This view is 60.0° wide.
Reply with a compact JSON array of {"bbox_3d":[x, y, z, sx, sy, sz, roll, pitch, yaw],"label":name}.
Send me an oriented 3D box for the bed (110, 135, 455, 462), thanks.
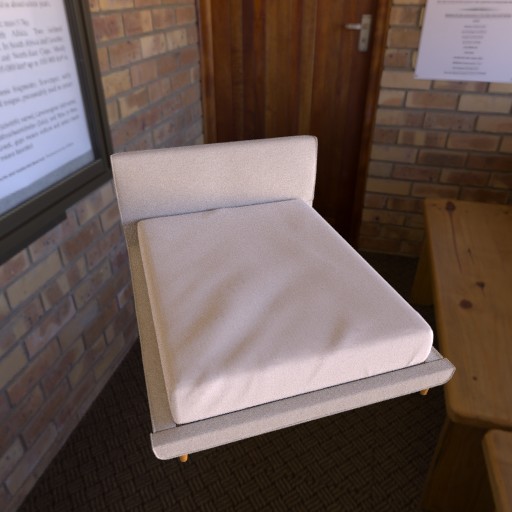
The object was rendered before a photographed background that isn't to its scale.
[{"bbox_3d":[0.000,0.000,3.510,1.980,1.126,2.498,-9,32,-15],"label":"bed"}]
